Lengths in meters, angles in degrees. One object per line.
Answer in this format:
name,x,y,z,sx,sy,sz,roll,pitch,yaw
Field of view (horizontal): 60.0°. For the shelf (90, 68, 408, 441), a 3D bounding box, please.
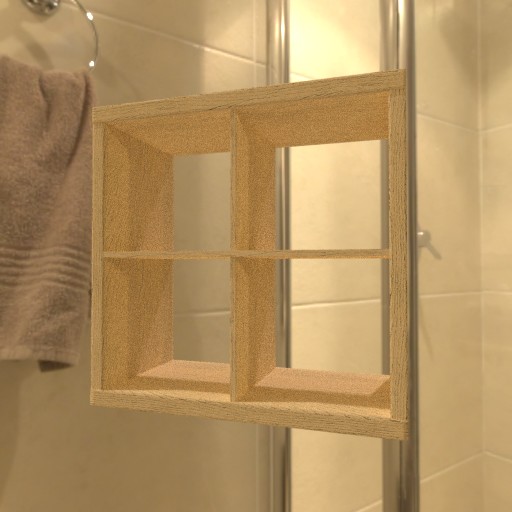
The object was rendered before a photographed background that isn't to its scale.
shelf,0.000,0.000,1.238,0.790,0.786,0.390,0,-1,17
